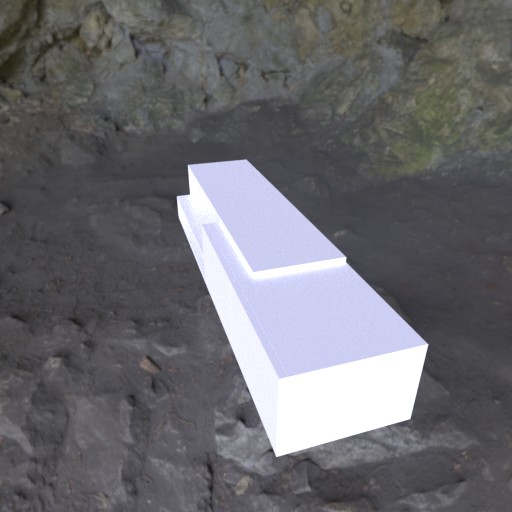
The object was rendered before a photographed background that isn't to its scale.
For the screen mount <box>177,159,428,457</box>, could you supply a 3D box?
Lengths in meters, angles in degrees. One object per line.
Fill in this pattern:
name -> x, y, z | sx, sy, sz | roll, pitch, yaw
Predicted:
screen mount -> 0.000, 0.000, 1.882 | 0.420, 0.320, 1.680 | -9, 30, -15
